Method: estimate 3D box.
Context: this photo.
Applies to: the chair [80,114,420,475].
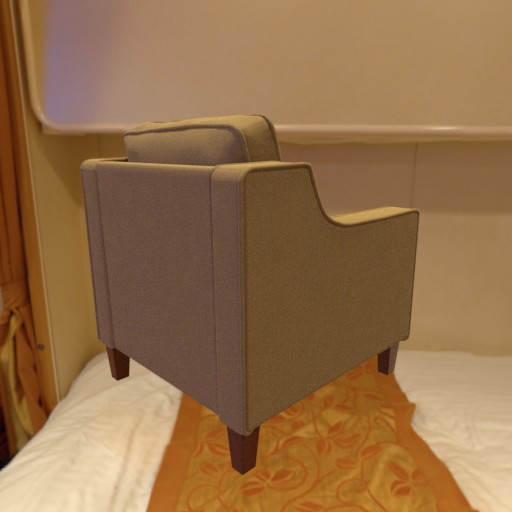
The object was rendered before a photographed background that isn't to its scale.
[{"bbox_3d":[0.000,0.000,1.642,0.909,0.960,0.831,-13,19,-43],"label":"chair"}]
